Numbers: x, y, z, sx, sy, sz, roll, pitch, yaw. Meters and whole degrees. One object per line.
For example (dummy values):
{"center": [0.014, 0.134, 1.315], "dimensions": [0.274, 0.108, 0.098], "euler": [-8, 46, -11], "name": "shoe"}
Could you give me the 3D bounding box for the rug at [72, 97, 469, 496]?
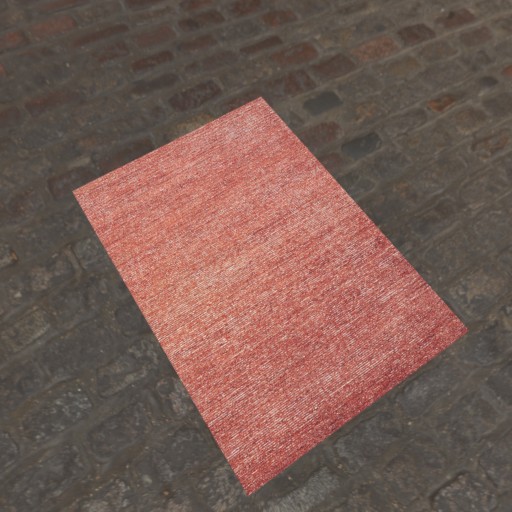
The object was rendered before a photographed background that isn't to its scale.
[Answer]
{"center": [0.000, 0.000, 5.079], "dimensions": [2.803, 0.025, 3.965], "euler": [-31, 69, -14], "name": "rug"}
